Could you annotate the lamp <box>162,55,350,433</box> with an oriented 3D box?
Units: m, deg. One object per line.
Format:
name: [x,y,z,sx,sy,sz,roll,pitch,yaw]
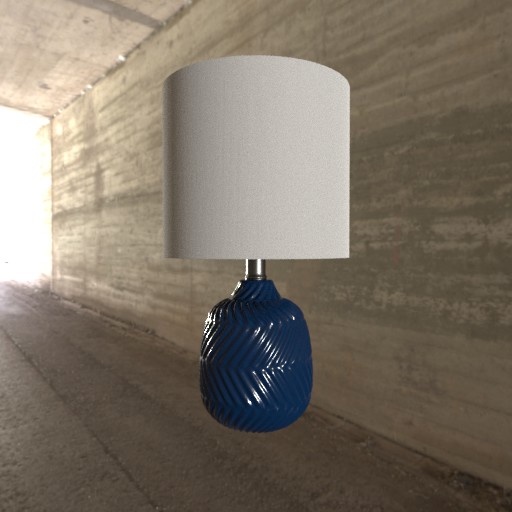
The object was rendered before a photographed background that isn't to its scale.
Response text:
lamp: [0.000,0.000,0.493,0.203,0.368,0.203,0,1,17]
